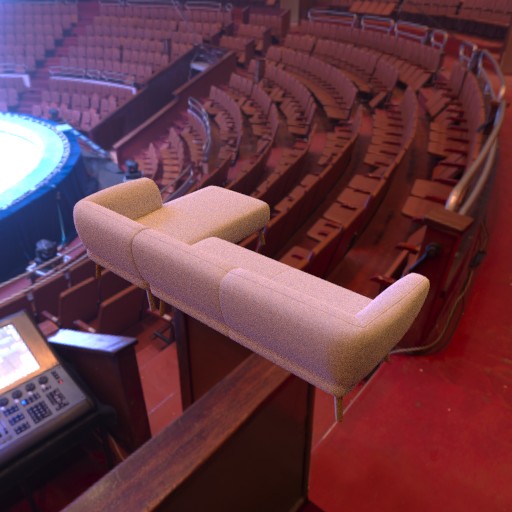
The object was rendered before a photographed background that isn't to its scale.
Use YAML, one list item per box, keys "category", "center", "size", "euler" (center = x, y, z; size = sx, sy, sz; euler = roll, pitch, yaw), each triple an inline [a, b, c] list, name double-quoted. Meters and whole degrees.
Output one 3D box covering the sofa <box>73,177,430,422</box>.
- category: "sofa"
  center: [0.000, 0.000, 3.445]
  size: [2.660, 0.730, 1.610]
  euler: [22, 37, 33]
